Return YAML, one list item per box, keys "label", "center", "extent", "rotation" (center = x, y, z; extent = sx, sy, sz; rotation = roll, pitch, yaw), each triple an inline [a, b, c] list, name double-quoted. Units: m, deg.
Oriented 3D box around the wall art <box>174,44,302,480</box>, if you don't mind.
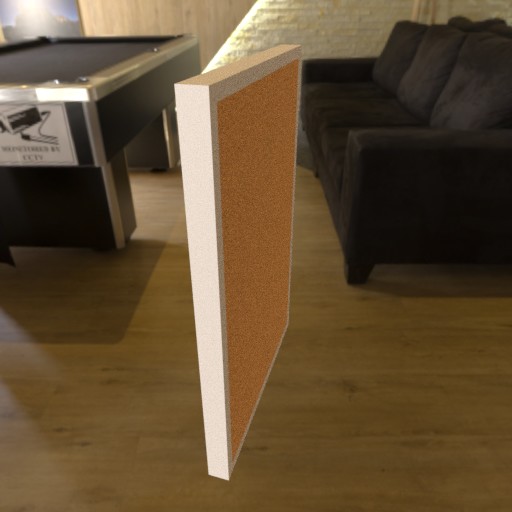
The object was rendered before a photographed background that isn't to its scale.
- label: "wall art"
  center: [0.000, 0.000, 0.804]
  extent: [0.038, 0.657, 0.450]
  rotation: [9, 32, 15]
